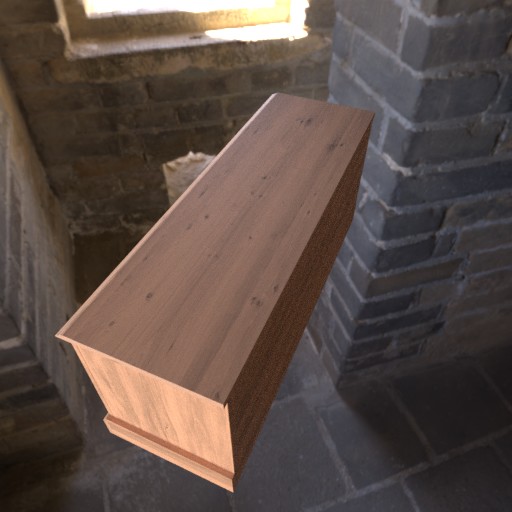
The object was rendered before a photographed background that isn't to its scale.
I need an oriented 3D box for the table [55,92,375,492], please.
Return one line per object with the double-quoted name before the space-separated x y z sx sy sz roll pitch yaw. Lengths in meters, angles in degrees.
"table" 0.000 0.000 1.435 0.400 0.510 1.200 18 48 16
